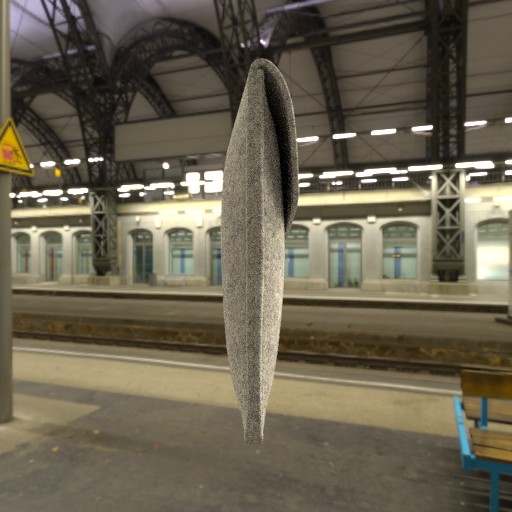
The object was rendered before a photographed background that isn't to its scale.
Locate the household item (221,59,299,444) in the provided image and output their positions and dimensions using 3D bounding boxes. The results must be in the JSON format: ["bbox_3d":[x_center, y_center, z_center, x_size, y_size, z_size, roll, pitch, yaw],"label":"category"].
[{"bbox_3d":[0.000,0.000,0.416,0.057,0.221,0.335,0,0,-1],"label":"household item"}]
